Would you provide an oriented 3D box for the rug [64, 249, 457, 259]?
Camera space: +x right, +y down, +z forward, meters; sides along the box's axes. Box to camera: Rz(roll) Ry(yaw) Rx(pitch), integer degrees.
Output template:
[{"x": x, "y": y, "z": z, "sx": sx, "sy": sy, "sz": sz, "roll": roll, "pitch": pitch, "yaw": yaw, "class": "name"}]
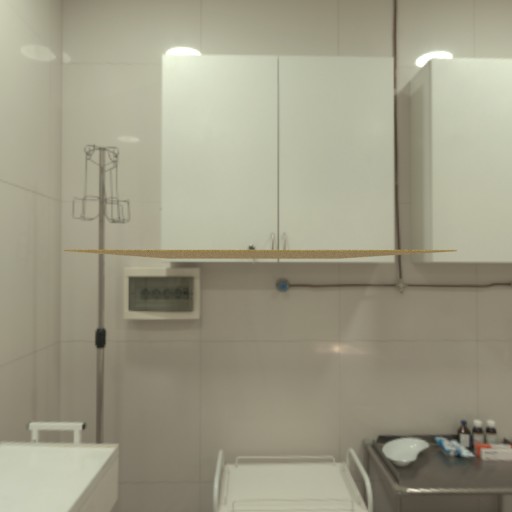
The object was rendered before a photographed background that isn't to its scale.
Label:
[{"x": 0.000, "y": 0.000, "z": 3.678, "sx": 1.981, "sy": 0.006, "sz": 2.895, "roll": 0, "pitch": -1, "yaw": -1, "class": "rug"}]
